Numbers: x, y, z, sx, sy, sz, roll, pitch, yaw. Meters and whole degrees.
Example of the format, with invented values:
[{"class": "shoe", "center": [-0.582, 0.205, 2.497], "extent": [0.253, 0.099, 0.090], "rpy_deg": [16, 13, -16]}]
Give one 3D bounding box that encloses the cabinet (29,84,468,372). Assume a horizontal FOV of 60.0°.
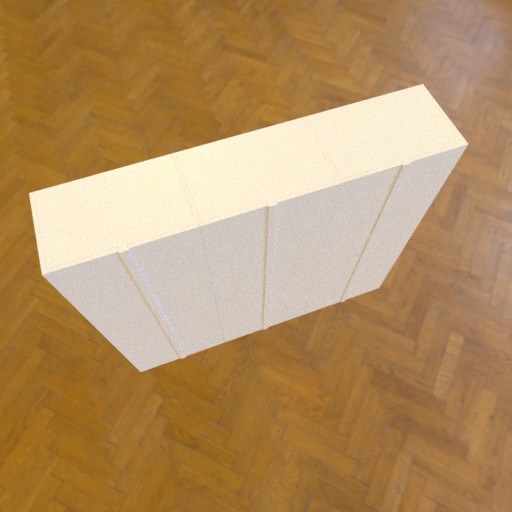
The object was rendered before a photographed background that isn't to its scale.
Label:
[{"class": "cabinet", "center": [0.000, 0.000, 3.810], "extent": [2.700, 2.370, 0.590], "rpy_deg": [-18, 64, -9]}]
